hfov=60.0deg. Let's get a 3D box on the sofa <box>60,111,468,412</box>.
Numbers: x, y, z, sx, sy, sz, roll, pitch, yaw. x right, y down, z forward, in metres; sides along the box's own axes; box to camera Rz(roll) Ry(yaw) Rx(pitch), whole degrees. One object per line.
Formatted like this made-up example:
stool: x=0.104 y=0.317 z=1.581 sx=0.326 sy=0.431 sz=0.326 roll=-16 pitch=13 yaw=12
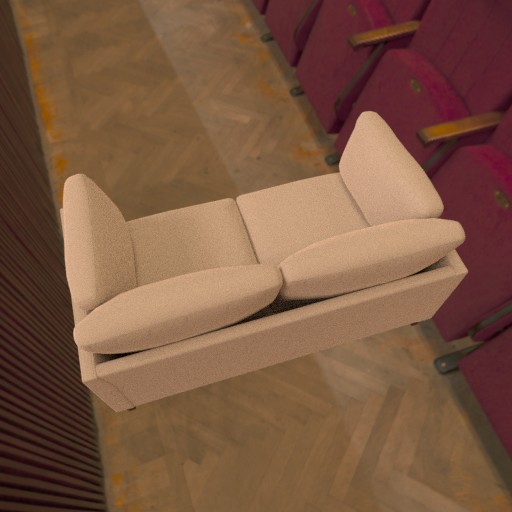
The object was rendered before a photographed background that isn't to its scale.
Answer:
sofa: x=0.000 y=0.000 z=2.289 sx=1.776 sy=0.836 sz=0.970 roll=-14 pitch=59 yaw=-9
